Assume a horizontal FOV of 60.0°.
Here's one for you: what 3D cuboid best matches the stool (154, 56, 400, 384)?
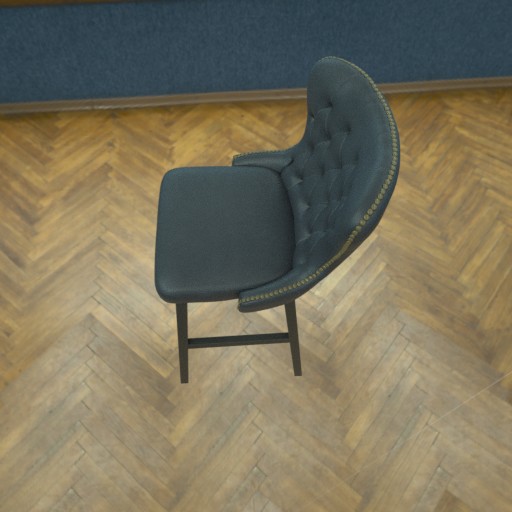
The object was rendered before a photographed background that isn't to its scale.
[{"bbox_3d":[0.000,0.000,1.366,0.601,1.050,0.528,-3,58,-2],"label":"stool"}]
